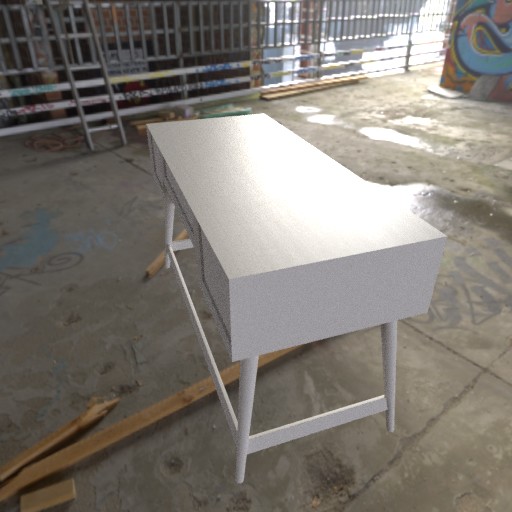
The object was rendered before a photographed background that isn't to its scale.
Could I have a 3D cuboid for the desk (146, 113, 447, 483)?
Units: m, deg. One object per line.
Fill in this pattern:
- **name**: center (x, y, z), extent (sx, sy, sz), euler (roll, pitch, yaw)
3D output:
- **desk**: center (0.000, 0.000, 1.759), extent (0.589, 0.762, 1.313), euler (-11, 33, -17)
